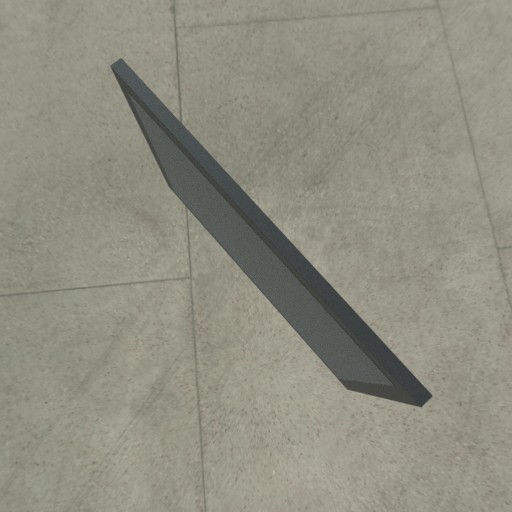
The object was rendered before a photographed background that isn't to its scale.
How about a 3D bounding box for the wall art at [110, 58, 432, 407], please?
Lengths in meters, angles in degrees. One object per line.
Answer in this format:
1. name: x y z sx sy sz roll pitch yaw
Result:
1. wall art: 0.000 0.000 0.555 0.016 0.306 0.432 -40 79 -9
